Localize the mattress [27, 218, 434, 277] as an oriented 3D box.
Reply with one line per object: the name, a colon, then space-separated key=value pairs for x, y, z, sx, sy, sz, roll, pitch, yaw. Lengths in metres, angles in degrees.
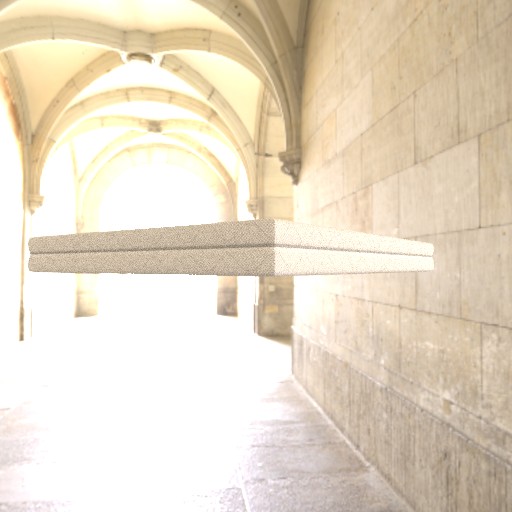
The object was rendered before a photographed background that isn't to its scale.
mattress: x=0.000 y=0.000 z=2.728 sx=1.600 sy=0.200 sz=2.000 roll=-1 pitch=-2 yaw=36
